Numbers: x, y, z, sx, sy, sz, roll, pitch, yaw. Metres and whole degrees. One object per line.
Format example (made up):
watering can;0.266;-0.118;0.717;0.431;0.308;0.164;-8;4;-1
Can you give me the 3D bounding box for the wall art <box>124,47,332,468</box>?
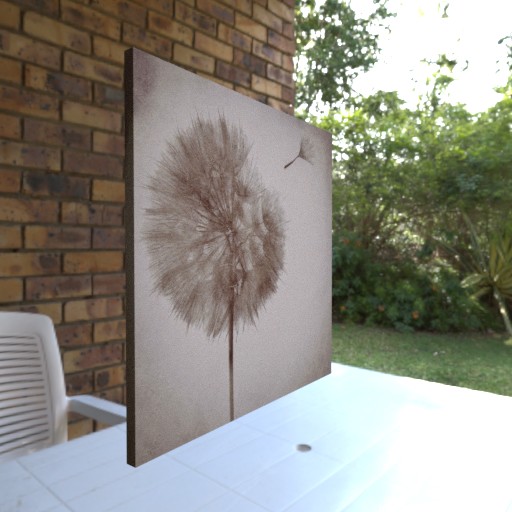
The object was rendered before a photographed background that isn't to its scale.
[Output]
wall art;0.000;0.000;1.112;0.027;0.762;0.762;1;1;37
